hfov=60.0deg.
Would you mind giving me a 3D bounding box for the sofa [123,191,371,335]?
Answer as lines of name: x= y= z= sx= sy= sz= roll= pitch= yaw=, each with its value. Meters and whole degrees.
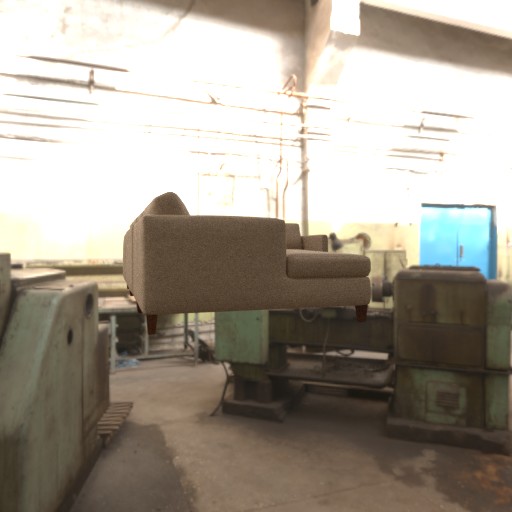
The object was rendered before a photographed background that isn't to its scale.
sofa: x=0.000 y=0.000 z=4.580 sx=2.551 sy=0.889 sz=3.403 roll=0 pitch=1 yaw=-18
